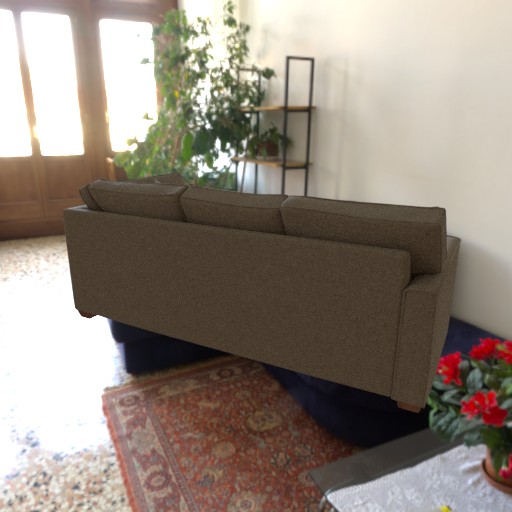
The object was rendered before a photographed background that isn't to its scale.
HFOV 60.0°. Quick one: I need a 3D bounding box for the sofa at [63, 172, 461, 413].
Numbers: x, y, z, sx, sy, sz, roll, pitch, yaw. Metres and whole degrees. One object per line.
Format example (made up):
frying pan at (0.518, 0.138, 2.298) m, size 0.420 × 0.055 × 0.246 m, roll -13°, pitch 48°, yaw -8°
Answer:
sofa at (0.000, 0.000, 2.850) m, size 2.317 × 0.962 × 1.061 m, roll 9°, pitch 19°, yaw 27°
